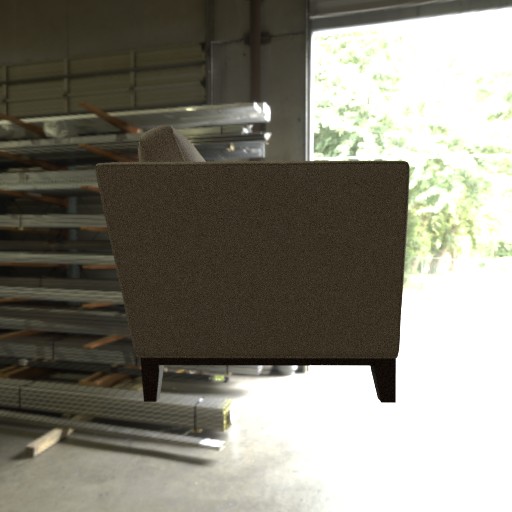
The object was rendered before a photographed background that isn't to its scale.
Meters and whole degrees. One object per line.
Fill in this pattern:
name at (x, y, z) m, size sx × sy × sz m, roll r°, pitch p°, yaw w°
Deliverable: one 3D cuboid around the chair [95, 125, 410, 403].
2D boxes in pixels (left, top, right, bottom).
chair at (0.000, 0.000, 2.036) m, size 0.965 × 0.940 × 1.397 m, roll 0°, pitch 1°, yaw 1°
